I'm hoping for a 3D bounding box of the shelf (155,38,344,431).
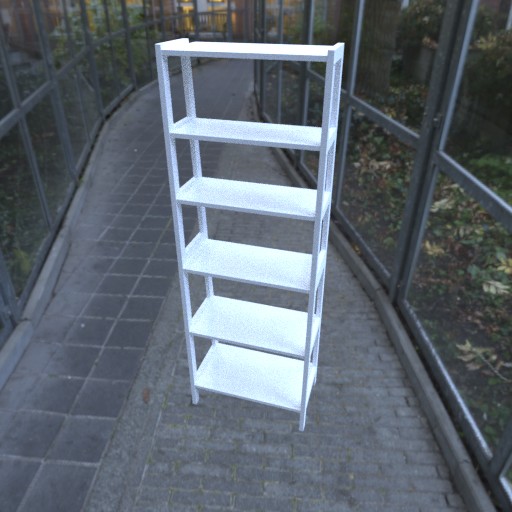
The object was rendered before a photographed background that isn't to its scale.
[{"bbox_3d":[0.000,0.000,2.167,0.660,1.892,0.381,9,32,15],"label":"shelf"}]
